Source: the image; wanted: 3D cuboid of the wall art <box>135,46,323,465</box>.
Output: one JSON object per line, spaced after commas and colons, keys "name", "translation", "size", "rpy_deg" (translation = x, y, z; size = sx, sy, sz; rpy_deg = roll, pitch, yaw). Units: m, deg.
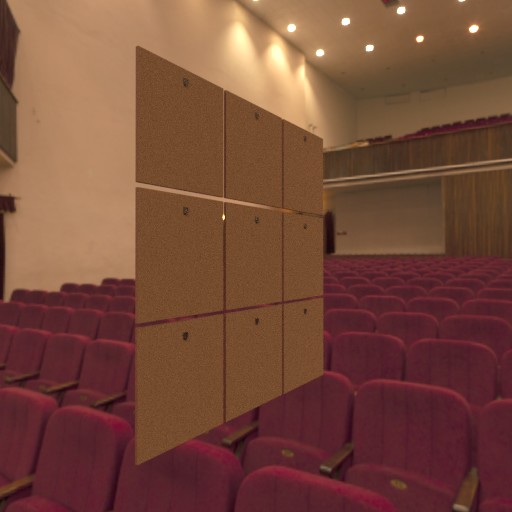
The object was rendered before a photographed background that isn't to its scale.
{"name": "wall art", "translation": [0.000, 0.000, 2.249], "size": [0.019, 1.532, 1.533], "rpy_deg": [0, 0, 35]}
